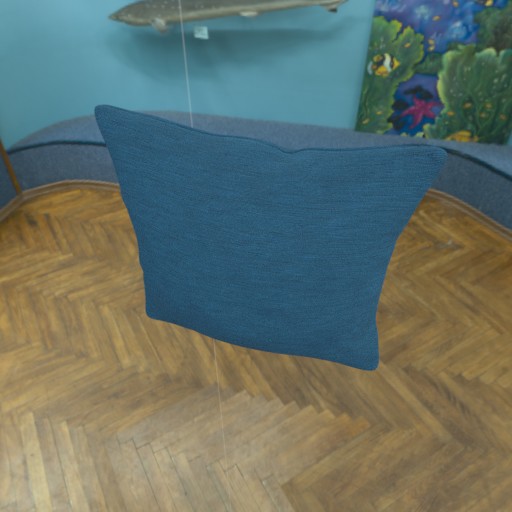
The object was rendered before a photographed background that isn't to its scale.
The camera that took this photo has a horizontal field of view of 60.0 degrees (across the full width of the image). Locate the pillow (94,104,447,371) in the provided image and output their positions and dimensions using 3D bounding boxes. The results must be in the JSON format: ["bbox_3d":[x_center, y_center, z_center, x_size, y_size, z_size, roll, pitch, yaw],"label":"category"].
[{"bbox_3d":[0.000,0.000,0.665,0.437,0.420,0.177,11,43,12],"label":"pillow"}]
